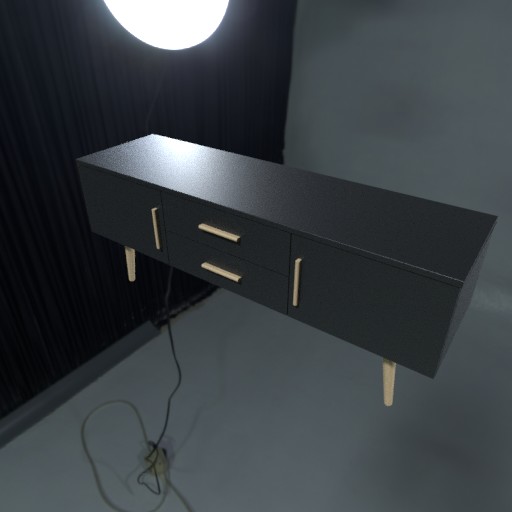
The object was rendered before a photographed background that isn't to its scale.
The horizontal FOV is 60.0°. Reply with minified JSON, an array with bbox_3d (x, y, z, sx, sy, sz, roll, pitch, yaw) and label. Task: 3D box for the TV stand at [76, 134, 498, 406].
[{"bbox_3d":[0.000,0.000,1.505,1.312,0.518,0.390,20,37,29],"label":"TV stand"}]
